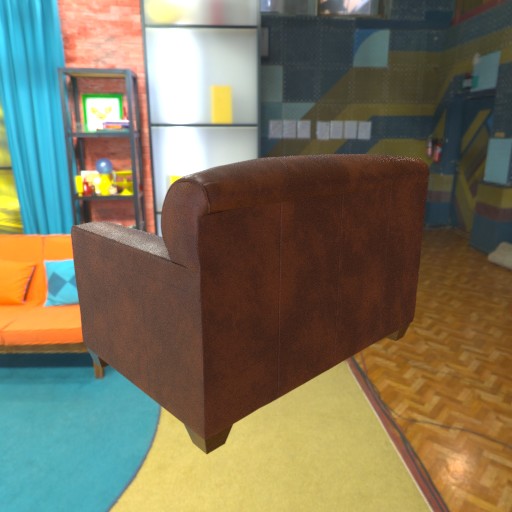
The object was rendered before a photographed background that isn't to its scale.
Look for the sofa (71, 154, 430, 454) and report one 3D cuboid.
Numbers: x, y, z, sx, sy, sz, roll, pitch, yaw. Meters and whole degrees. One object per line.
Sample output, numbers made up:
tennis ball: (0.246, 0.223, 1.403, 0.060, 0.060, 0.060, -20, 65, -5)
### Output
sofa: (0.000, 0.000, 2.093, 1.413, 0.956, 1.000, -14, 21, -42)
